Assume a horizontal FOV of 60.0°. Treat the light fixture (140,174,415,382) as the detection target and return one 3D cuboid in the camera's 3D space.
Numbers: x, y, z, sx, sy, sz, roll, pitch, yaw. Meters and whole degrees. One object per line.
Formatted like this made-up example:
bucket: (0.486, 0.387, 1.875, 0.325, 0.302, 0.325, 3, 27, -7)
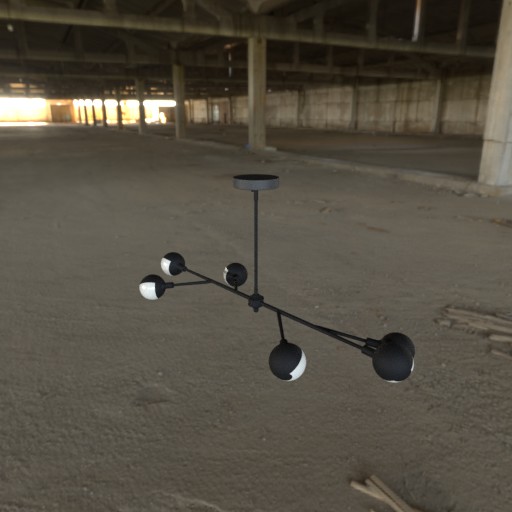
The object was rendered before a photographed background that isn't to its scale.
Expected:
light fixture: (0.000, 0.000, 1.023, 0.434, 0.362, 0.778, -9, 20, -25)
